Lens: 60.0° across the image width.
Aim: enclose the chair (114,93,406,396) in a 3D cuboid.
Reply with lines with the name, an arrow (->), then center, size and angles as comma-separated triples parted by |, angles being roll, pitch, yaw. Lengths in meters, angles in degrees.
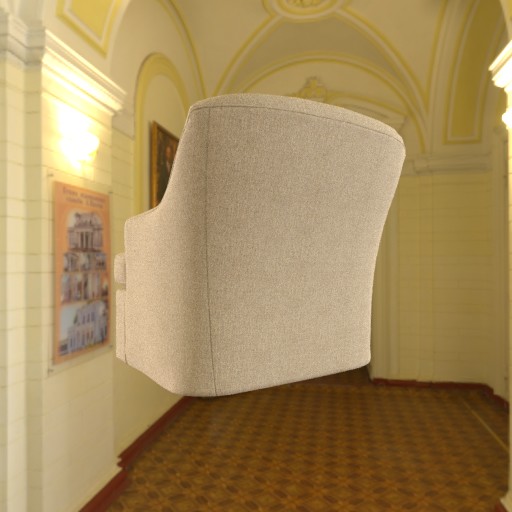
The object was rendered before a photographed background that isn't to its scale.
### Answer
chair -> 0.000, 0.000, 1.623 | 0.864, 0.856, 0.923 | 0, -1, -35
